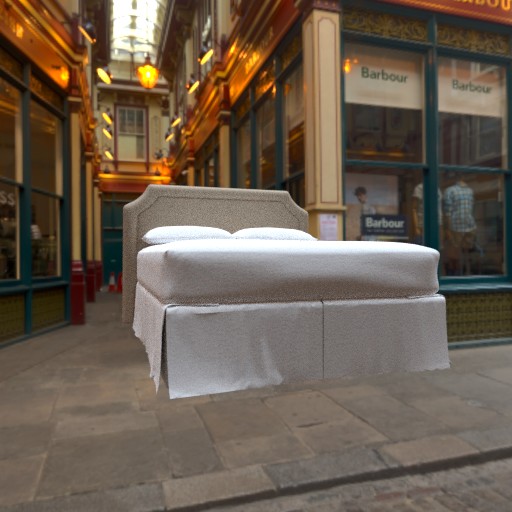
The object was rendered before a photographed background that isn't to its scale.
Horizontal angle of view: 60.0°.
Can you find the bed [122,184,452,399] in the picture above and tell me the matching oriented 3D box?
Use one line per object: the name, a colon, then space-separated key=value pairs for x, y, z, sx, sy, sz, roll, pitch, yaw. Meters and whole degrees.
bed: x=0.000 y=0.000 z=3.283 sx=1.828 sy=1.301 sz=2.204 roll=0 pitch=0 yaw=-19
